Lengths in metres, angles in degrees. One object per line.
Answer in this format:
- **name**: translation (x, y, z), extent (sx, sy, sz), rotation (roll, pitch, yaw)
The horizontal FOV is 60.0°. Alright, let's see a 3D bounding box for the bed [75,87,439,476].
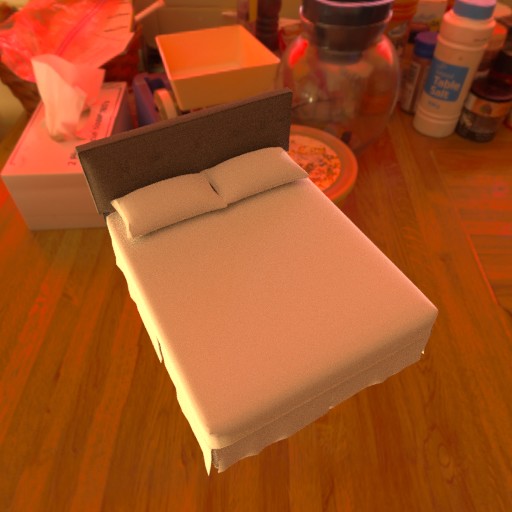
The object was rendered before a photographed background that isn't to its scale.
- **bed**: translation (0.000, 0.000, 2.885), extent (1.610, 1.089, 1.894), rotation (-22, 52, -19)
